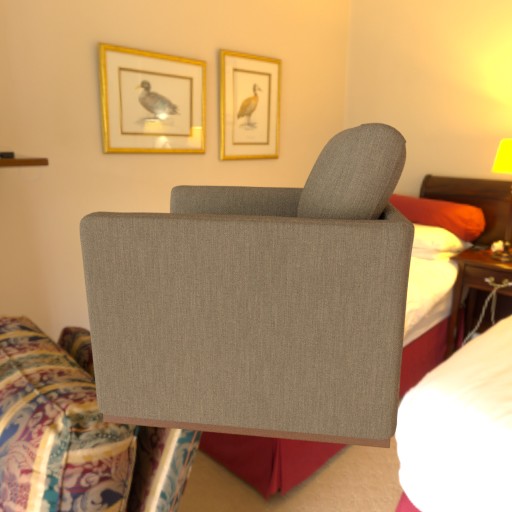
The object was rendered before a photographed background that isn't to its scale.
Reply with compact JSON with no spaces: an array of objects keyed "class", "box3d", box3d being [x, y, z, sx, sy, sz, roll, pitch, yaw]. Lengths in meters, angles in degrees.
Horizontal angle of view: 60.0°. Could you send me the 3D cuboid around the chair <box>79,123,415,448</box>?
[{"class":"chair","box3d":[0.000,0.000,1.445,0.834,0.811,0.763,2,15,8]}]
